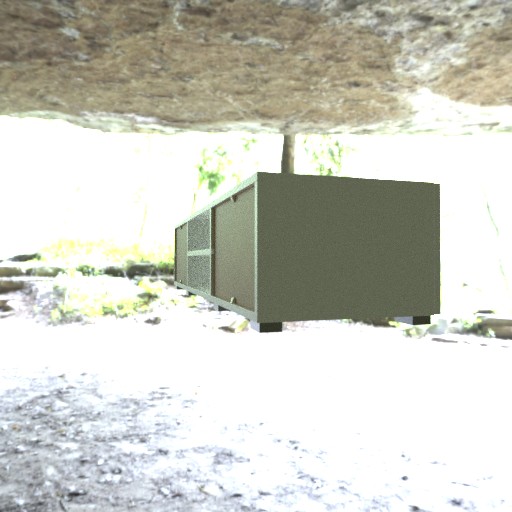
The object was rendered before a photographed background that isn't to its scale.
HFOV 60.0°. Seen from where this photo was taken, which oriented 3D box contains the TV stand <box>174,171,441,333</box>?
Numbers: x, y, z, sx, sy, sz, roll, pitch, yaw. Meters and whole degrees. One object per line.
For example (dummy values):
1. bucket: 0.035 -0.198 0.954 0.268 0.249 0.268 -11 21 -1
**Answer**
1. TV stand: 0.000 0.000 1.576 0.420 0.310 1.400 0 -1 -17
